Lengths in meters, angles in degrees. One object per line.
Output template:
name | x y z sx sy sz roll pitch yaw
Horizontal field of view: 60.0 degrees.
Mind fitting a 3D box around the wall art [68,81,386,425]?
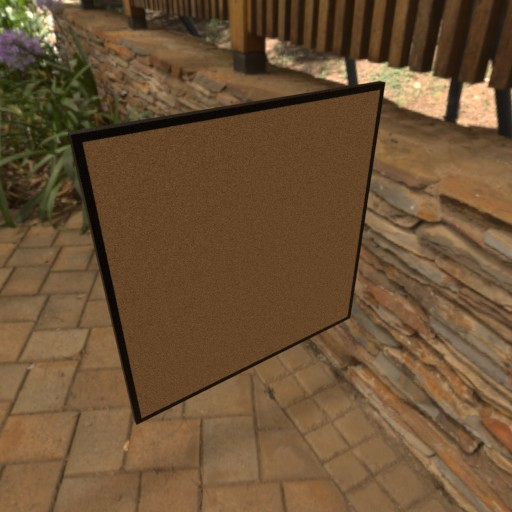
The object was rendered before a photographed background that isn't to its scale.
wall art | 0.000 0.000 0.680 0.457 0.458 0.012 -20 38 -28
